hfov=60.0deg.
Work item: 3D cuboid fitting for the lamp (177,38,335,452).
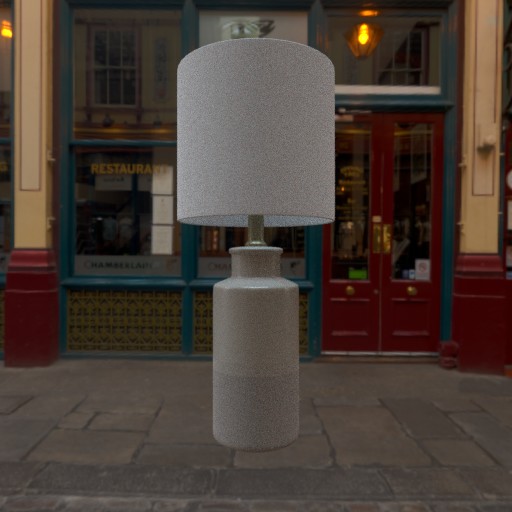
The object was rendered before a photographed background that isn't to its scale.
[{"bbox_3d":[0.000,0.000,0.606,0.212,0.493,0.212,0,0,-1],"label":"lamp"}]
